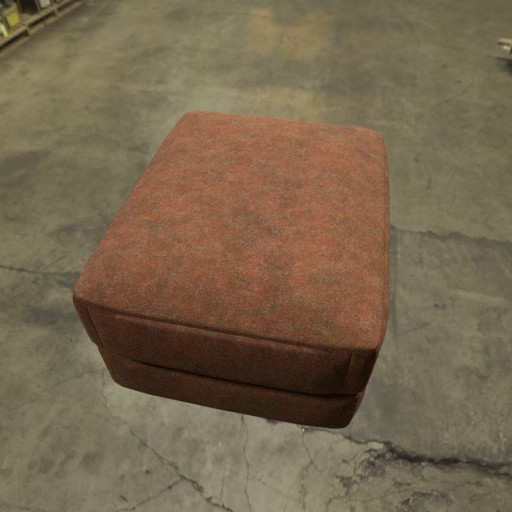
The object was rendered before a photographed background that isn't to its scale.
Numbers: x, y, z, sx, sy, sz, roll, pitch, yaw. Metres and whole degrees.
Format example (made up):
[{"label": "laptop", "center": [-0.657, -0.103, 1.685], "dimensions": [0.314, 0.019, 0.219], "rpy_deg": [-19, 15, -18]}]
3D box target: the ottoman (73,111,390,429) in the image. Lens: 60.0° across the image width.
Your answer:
[{"label": "ottoman", "center": [0.000, 0.000, 1.177], "dimensions": [0.635, 0.508, 0.787], "rpy_deg": [8, 47, 8]}]
